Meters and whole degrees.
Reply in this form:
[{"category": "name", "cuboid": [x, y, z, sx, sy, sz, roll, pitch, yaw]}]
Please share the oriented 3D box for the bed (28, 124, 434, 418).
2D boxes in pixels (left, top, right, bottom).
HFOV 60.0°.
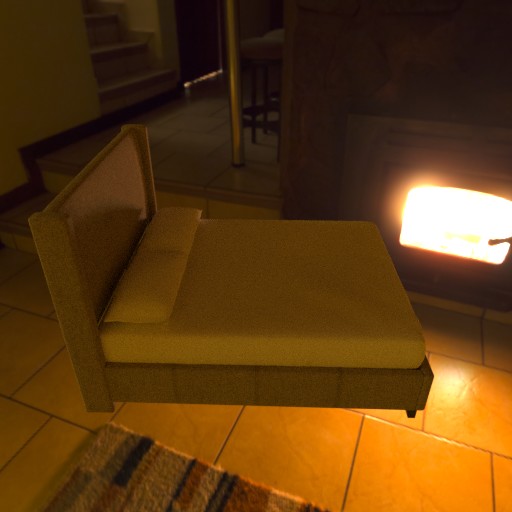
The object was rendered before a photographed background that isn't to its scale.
[{"category": "bed", "cuboid": [0.000, 0.000, 3.292, 2.245, 1.481, 1.714, 1, 32, 1]}]
